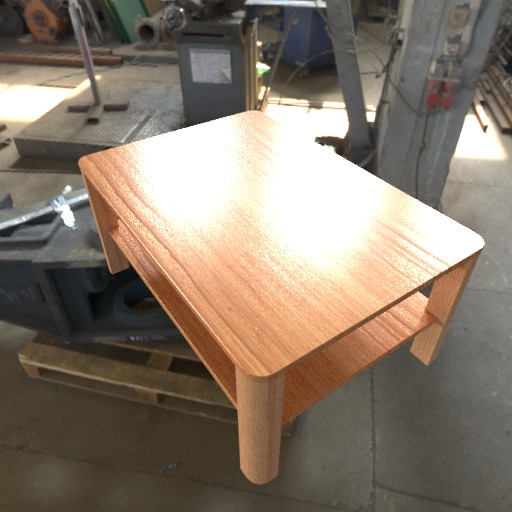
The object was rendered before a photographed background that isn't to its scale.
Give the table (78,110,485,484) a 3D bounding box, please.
[{"bbox_3d":[0.000,0.000,1.374,0.696,0.445,0.997,-24,46,-26],"label":"table"}]
